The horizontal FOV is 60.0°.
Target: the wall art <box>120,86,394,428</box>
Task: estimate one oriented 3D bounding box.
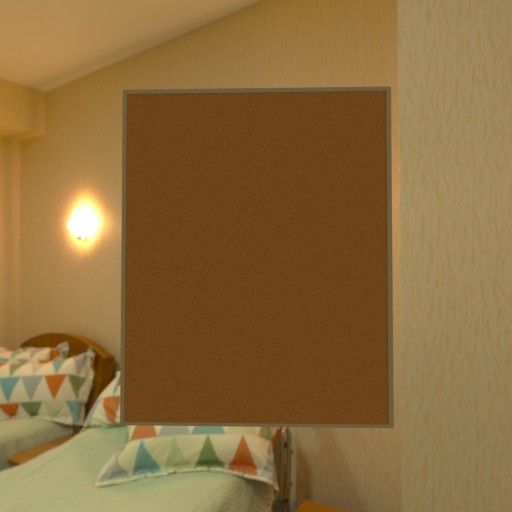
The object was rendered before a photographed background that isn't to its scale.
[{"bbox_3d":[0.000,0.000,1.027,0.611,0.763,0.055,0,-2,2],"label":"wall art"}]
